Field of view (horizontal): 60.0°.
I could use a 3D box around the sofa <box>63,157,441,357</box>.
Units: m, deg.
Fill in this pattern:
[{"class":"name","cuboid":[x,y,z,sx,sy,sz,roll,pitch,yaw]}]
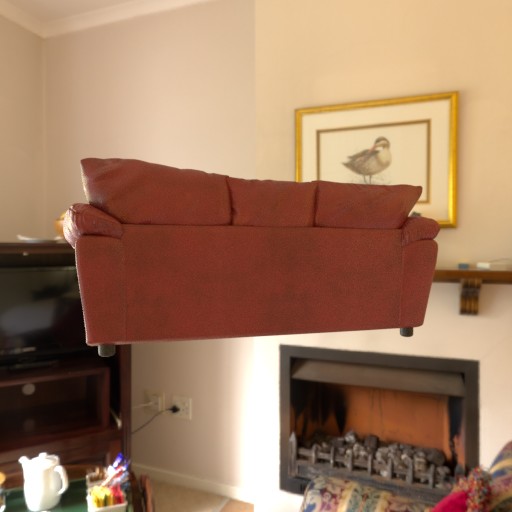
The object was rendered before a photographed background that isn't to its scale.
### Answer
[{"class":"sofa","cuboid":[0.000,0.000,2.973,2.390,1.091,0.907,0,0,-17]}]
